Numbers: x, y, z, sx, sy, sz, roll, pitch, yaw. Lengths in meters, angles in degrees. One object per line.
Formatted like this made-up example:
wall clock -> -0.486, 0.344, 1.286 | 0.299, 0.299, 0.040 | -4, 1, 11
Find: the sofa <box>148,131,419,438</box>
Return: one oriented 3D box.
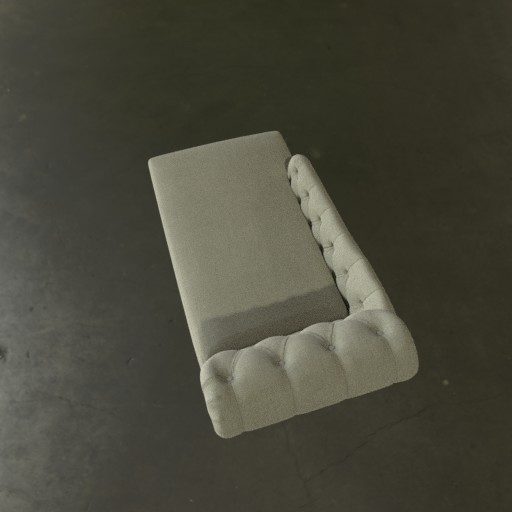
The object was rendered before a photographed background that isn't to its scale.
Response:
sofa -> 0.000, 0.000, 1.815 | 0.675, 0.787, 1.379 | -15, 60, -9
